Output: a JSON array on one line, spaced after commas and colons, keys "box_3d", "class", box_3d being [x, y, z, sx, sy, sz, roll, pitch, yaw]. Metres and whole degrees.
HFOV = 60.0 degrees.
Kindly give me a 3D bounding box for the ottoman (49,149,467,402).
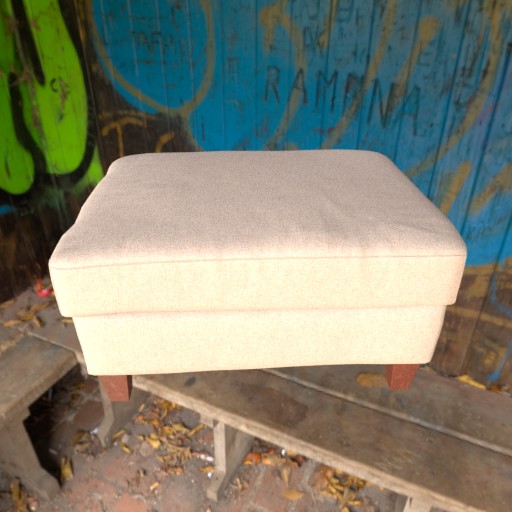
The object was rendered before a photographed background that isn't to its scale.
[{"box_3d": [0.000, 0.000, 1.295, 0.902, 0.511, 0.692, -2, 31, -3], "class": "ottoman"}]
